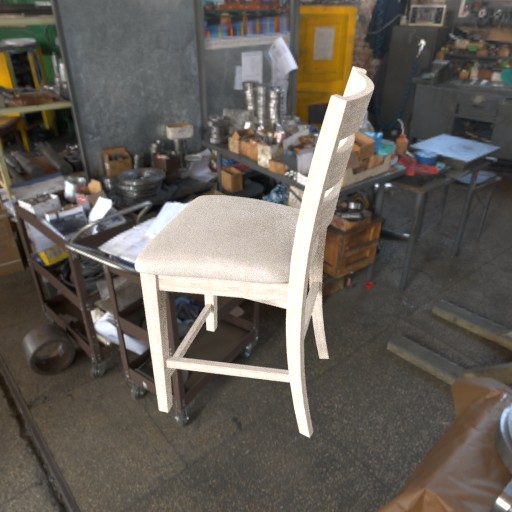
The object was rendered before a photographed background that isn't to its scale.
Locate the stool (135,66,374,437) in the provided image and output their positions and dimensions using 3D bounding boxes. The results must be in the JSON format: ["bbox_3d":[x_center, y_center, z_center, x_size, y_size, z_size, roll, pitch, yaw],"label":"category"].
[{"bbox_3d":[0.000,0.000,1.349,0.569,1.032,0.484,8,32,14],"label":"stool"}]
